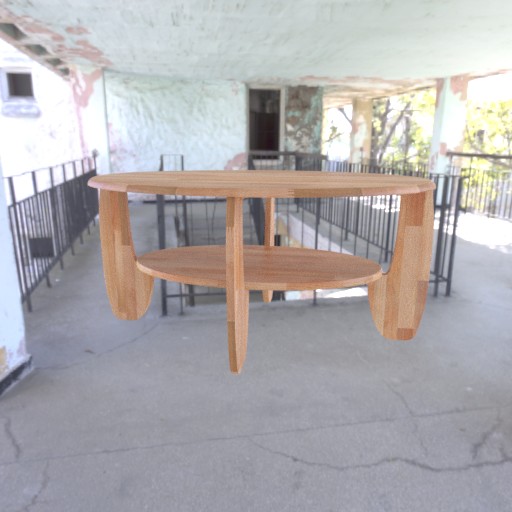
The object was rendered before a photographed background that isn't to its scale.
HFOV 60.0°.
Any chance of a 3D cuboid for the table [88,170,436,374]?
[{"bbox_3d":[0.000,0.000,1.394,1.040,0.490,0.690,3,15,10],"label":"table"}]
